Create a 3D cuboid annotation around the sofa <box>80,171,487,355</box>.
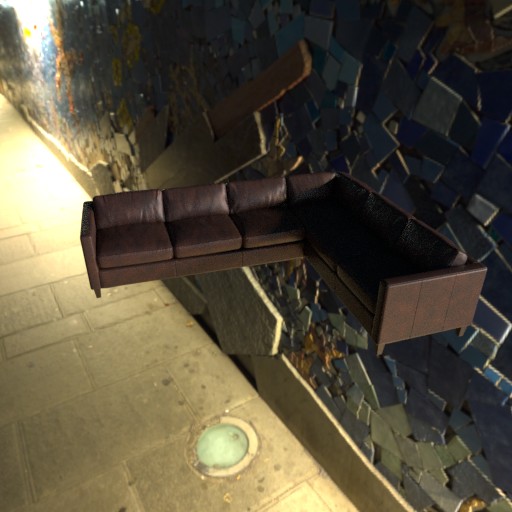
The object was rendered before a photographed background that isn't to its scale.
[{"bbox_3d":[0.000,0.000,4.286,3.152,0.836,2.438,-8,30,-15],"label":"sofa"}]
